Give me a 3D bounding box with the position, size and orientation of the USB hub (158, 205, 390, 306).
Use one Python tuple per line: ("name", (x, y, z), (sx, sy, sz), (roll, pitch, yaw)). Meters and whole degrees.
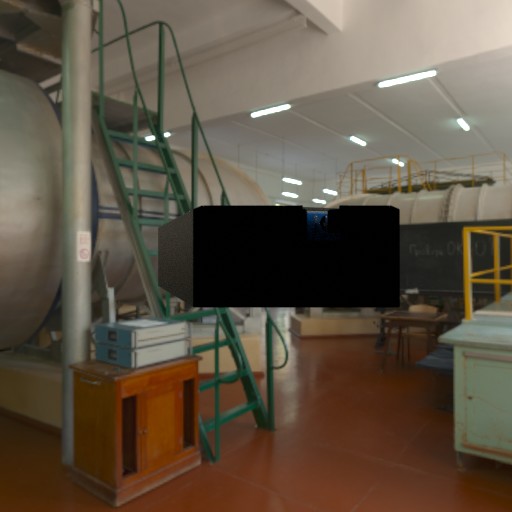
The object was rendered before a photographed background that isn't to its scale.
("USB hub", (0.000, 0.000, 0.127), (0.044, 0.023, 0.110), (0, 0, -19))
